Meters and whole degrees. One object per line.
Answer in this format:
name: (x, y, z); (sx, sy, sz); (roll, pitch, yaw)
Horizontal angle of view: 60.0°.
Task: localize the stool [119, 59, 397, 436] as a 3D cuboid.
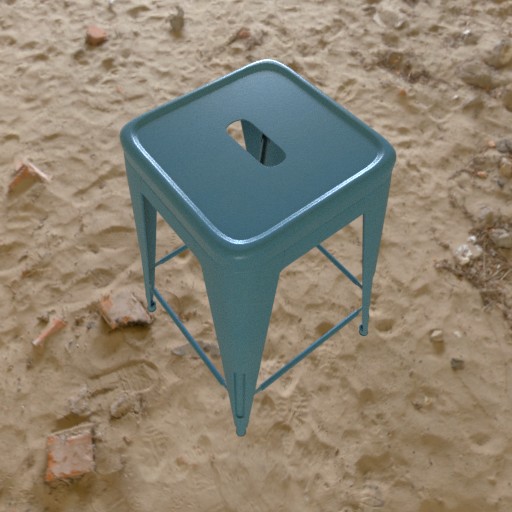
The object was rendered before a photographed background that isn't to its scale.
stool: (0.000, 0.000, 0.886); (0.410, 0.608, 0.410); (-33, 63, -20)
